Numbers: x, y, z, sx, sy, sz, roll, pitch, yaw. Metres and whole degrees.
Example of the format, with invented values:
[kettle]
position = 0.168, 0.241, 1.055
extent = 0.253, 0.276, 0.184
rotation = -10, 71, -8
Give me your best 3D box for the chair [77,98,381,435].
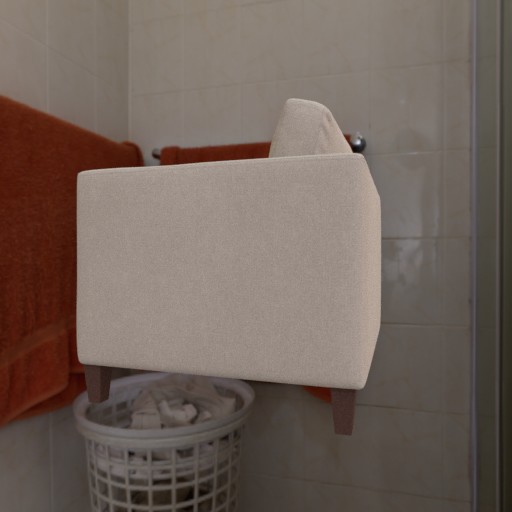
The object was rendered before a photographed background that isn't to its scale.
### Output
[chair]
position = 0.000, 0.000, 1.816
extent = 0.959, 0.961, 1.107
rotation = 0, 1, 18
